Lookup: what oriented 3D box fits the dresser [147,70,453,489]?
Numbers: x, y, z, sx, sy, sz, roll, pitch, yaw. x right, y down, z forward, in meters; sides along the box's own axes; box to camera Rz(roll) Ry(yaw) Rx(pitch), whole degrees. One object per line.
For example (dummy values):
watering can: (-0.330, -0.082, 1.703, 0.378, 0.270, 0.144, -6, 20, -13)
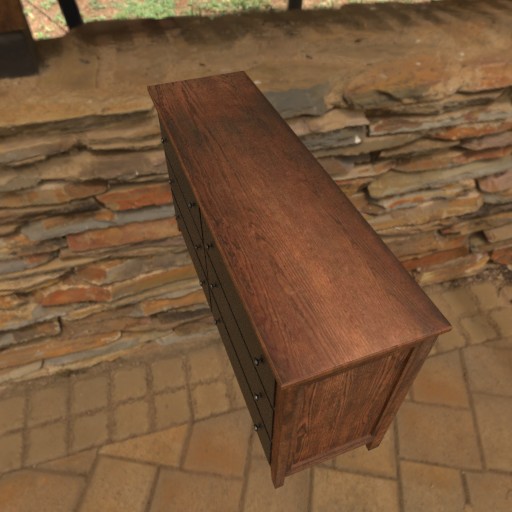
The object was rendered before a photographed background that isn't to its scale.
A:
dresser: (0.000, 0.000, 1.850, 0.463, 0.856, 1.551, -15, 48, -14)
